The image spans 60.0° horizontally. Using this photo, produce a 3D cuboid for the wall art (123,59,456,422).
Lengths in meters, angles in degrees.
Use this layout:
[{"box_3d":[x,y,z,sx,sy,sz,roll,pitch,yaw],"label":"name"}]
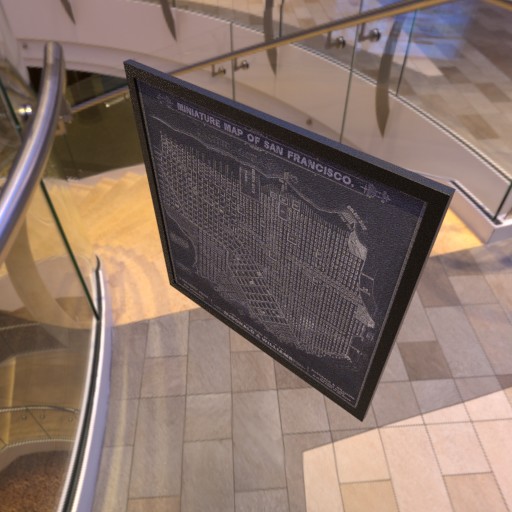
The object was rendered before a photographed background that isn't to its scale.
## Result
[{"box_3d":[0.000,0.000,1.165,0.807,0.807,0.022,31,53,27],"label":"wall art"}]
